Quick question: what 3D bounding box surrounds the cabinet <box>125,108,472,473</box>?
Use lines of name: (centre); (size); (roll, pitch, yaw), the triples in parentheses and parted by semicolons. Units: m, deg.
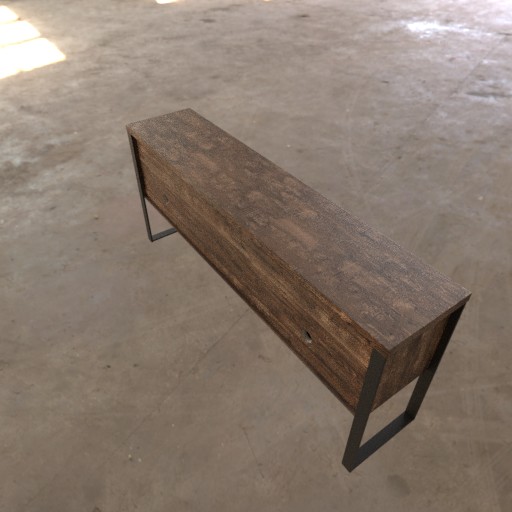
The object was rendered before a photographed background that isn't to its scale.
cabinet: (0.000, 0.000, 2.104); (0.395, 0.762, 1.800); (-25, 46, -26)
